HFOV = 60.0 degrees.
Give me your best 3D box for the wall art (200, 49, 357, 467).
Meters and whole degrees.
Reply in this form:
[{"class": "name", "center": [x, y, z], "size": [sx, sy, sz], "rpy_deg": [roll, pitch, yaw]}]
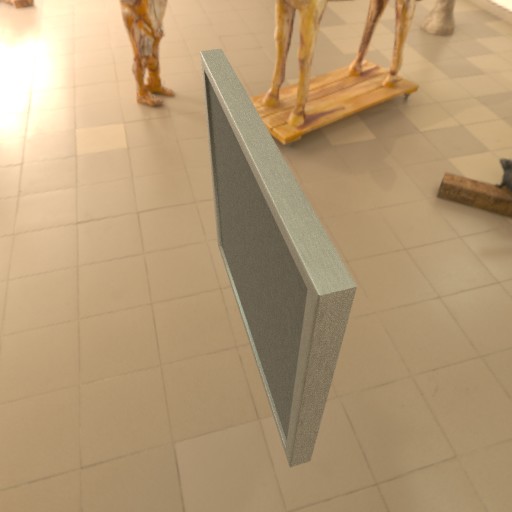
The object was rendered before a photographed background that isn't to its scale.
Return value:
[{"class": "wall art", "center": [0.000, 0.000, 0.526], "size": [0.028, 0.330, 0.380], "rpy_deg": [-12, 48, -11]}]
